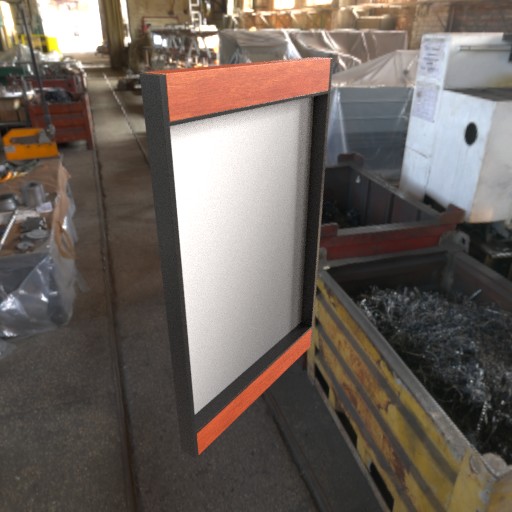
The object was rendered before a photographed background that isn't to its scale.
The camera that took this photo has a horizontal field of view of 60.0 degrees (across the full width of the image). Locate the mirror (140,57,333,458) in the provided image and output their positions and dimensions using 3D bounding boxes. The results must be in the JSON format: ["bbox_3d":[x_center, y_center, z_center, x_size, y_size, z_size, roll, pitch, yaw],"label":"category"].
[{"bbox_3d":[0.000,0.000,1.032,0.047,0.823,0.525,19,33,33],"label":"mirror"}]
